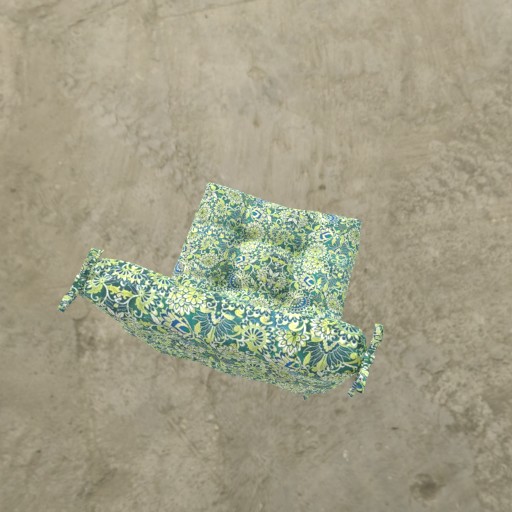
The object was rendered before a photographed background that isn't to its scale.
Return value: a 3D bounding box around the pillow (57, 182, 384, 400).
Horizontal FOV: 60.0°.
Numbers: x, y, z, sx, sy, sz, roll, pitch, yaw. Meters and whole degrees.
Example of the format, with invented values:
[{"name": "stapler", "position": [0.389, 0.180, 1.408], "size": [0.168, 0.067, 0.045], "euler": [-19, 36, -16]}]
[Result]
[{"name": "pillow", "position": [0.000, 0.000, 1.006], "size": [0.519, 0.605, 0.571], "euler": [15, 67, 6]}]
